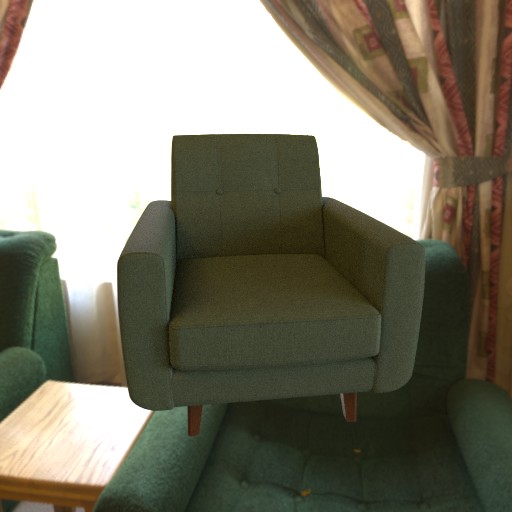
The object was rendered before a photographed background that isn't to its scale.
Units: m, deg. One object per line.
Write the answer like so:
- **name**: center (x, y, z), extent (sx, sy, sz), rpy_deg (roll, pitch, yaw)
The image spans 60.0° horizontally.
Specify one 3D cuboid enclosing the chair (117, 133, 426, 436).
- **chair**: center (0.000, 0.000, 1.582), extent (0.831, 0.841, 0.909), rpy_deg (-2, 16, -8)
